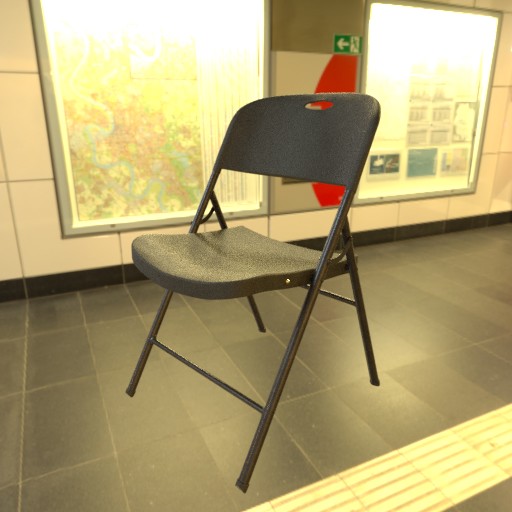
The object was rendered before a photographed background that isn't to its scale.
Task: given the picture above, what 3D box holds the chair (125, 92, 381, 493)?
[{"bbox_3d":[0.000,0.000,1.155,0.566,0.810,0.494,-17,25,-42],"label":"chair"}]
